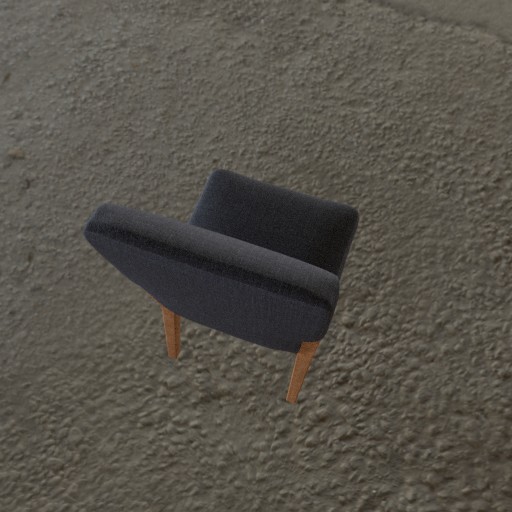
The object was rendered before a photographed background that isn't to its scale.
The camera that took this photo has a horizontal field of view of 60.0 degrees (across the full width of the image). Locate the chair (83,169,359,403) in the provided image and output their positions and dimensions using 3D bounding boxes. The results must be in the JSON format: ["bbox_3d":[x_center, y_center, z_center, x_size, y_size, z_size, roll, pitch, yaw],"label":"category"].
[{"bbox_3d":[0.000,0.000,1.282,0.507,0.911,0.586,18,63,9],"label":"chair"}]
